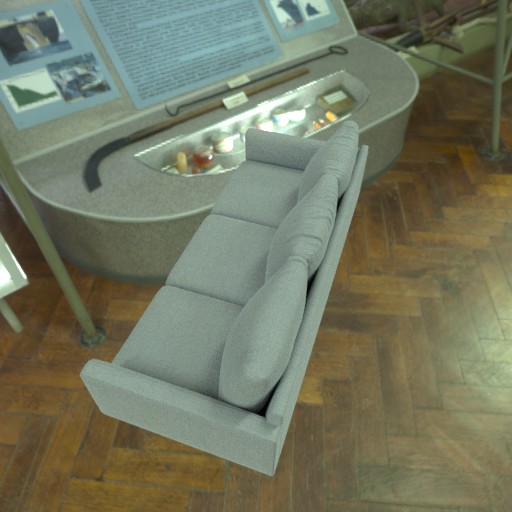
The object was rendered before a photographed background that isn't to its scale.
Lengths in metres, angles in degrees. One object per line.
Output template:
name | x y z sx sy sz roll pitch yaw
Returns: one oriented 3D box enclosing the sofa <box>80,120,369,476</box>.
sofa | 0.000 0.000 2.434 0.850 0.830 2.000 14 48 13
